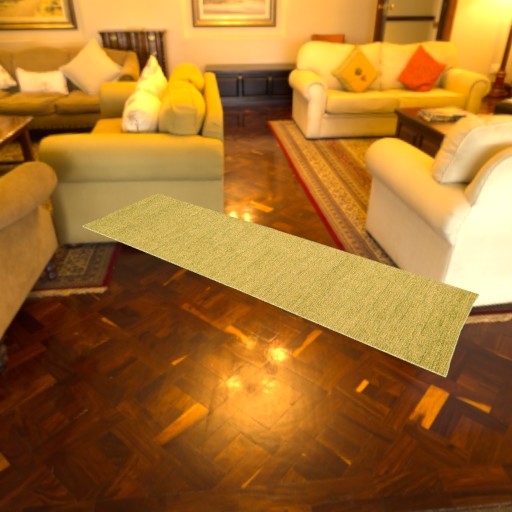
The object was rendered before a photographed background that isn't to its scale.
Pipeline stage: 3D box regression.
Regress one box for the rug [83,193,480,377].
[{"bbox_3d":[0.000,0.000,2.594,2.340,0.013,0.686,20,36,30],"label":"rug"}]
